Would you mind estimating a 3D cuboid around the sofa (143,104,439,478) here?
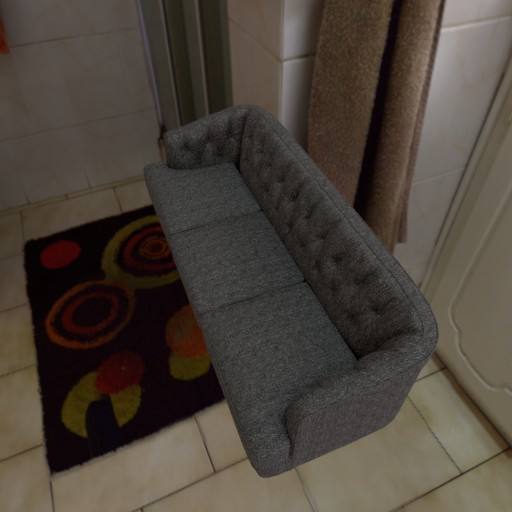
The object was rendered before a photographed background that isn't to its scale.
[{"bbox_3d":[0.000,0.000,2.693,0.941,0.855,2.278,-16,49,-15],"label":"sofa"}]
